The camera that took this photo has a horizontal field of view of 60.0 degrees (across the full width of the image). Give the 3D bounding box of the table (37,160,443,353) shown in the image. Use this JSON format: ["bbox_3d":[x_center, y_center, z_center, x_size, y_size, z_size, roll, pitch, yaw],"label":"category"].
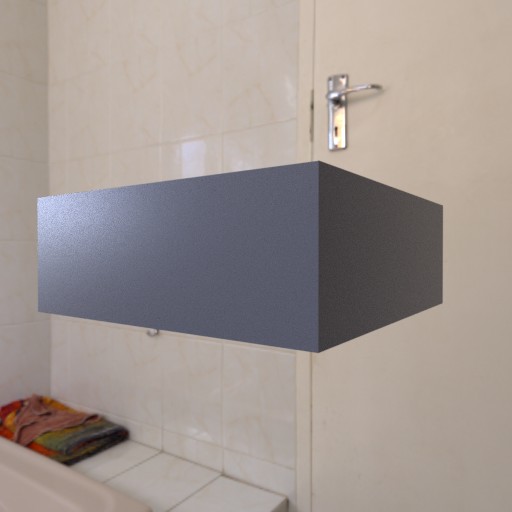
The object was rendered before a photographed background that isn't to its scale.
[{"bbox_3d":[0.000,0.000,1.229,0.801,0.299,0.801,0,1,35],"label":"table"}]
